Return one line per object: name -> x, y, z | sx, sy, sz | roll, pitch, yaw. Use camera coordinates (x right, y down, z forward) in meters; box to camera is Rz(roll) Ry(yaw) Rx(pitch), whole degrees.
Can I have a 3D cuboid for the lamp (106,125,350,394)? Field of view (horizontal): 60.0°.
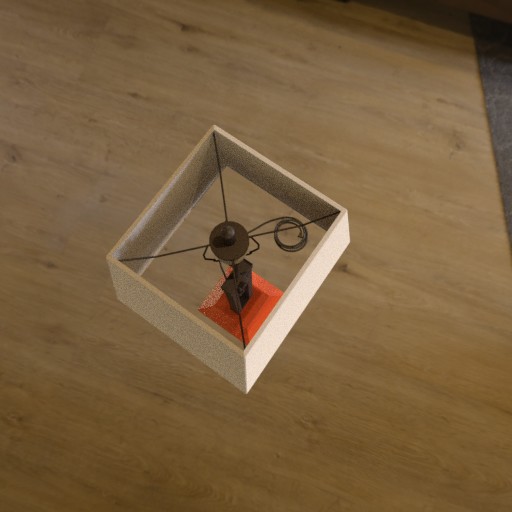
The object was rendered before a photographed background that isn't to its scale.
lamp -> 0.000, 0.000, 0.999 | 0.310, 0.737, 0.498 | 35, 78, 8
